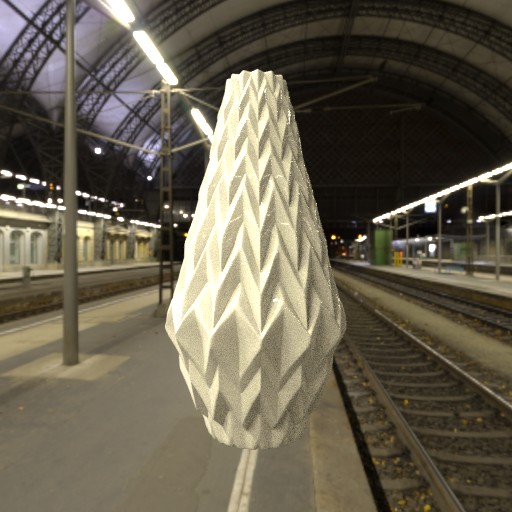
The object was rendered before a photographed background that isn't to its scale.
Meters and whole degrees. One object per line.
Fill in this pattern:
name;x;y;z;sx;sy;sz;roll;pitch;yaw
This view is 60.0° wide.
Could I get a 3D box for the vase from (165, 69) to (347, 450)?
vase;0.000;0.000;0.418;0.167;0.328;0.167;0;1;0
